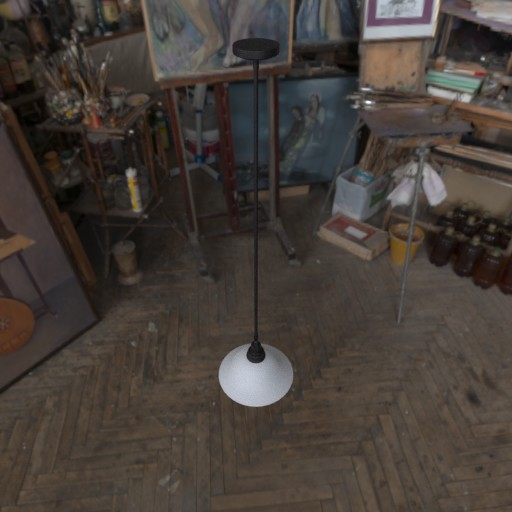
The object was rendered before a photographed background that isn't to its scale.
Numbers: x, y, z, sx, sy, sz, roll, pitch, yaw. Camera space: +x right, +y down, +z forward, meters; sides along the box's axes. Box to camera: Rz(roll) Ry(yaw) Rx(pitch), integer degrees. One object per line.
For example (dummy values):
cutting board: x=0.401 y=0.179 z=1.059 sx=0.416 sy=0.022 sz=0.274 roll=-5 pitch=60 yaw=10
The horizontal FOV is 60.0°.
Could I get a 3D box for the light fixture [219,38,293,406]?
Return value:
light fixture: x=0.000 y=0.000 z=1.500 sx=0.324 sy=1.337 sz=0.324 roll=0 pitch=40 yaw=0
